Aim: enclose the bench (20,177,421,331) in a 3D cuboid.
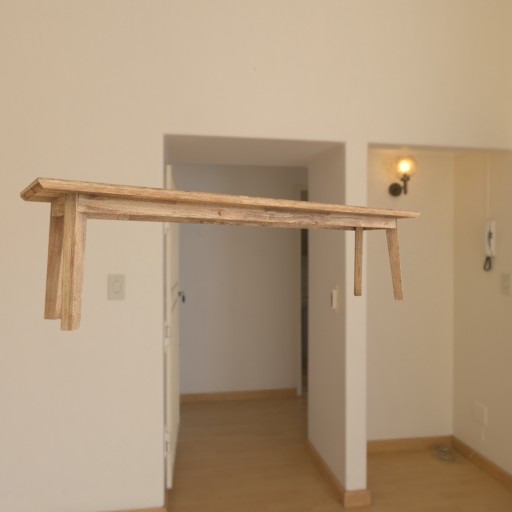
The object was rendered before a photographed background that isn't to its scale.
[{"bbox_3d":[0.000,0.000,1.840,1.698,0.431,0.378,0,0,-35],"label":"bench"}]
